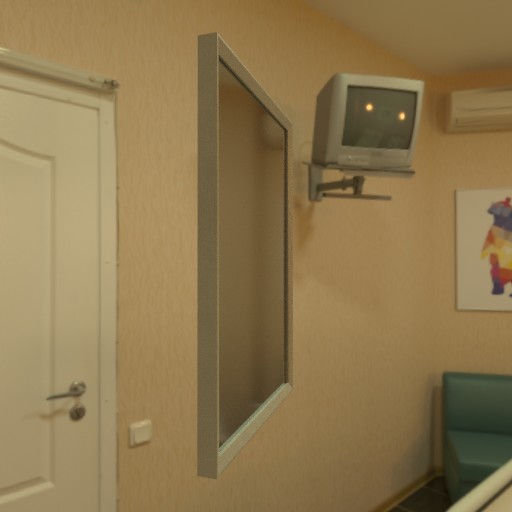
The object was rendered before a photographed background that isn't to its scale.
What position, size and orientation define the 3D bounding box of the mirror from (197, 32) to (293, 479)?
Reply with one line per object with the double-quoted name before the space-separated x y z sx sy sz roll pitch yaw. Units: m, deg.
"mirror" 0.000 0.000 0.950 0.039 0.710 0.507 0 0 19
